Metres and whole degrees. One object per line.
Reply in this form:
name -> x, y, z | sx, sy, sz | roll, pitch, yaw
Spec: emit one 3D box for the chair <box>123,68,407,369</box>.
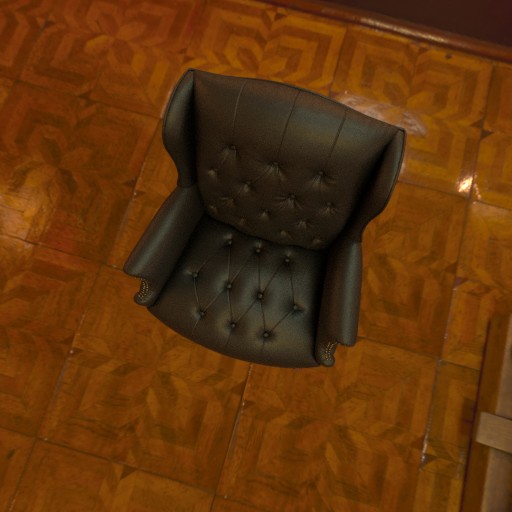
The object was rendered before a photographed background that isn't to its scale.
chair -> 0.000, 0.000, 1.670 | 0.838, 1.111, 0.762 | 18, 76, 4
